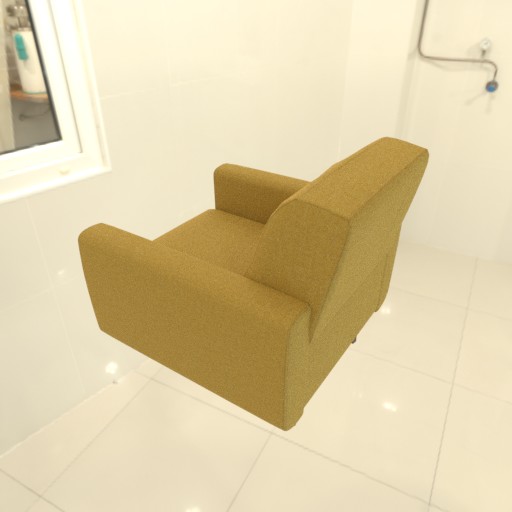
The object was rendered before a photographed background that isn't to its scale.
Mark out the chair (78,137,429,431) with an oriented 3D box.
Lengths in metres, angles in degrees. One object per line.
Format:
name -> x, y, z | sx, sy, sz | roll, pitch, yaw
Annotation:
chair -> 0.000, 0.000, 1.579 | 0.909, 0.841, 0.831 | 20, 37, 29
